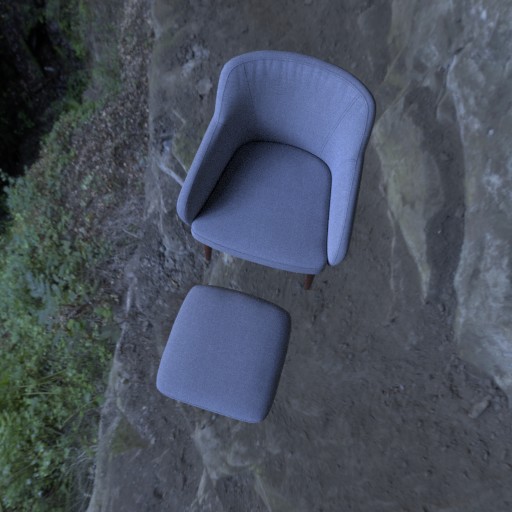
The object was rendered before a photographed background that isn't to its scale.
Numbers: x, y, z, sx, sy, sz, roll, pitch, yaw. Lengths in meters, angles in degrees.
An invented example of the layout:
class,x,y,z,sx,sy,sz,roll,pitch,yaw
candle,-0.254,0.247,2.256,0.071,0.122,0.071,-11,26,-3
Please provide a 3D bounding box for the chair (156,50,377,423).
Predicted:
class,x,y,z,sx,sy,sz,roll,pitch,yaw
chair,0.000,0.000,1.582,0.584,0.799,1.107,16,76,4
